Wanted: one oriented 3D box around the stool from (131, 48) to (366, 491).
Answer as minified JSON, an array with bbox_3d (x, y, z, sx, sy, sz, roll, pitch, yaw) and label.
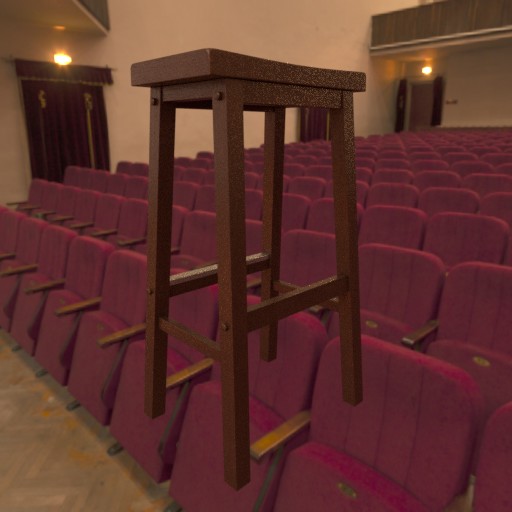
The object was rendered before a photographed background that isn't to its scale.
[{"bbox_3d":[0.000,0.000,0.945,0.406,0.742,0.322,-14,21,-42],"label":"stool"}]
